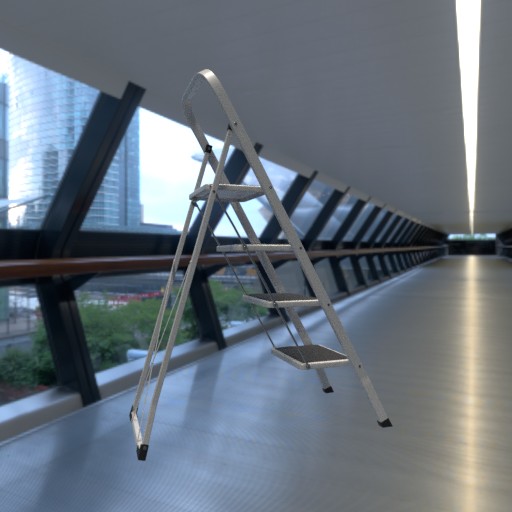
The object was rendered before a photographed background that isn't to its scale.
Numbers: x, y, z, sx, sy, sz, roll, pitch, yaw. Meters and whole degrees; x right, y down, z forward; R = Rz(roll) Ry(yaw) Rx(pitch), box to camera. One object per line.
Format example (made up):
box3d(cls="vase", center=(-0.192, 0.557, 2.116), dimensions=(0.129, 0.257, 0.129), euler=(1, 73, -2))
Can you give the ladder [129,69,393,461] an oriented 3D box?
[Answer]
box3d(cls="ladder", center=(0.000, 0.000, 1.705), dimensions=(0.914, 1.265, 0.460), euler=(0, 0, -20))
